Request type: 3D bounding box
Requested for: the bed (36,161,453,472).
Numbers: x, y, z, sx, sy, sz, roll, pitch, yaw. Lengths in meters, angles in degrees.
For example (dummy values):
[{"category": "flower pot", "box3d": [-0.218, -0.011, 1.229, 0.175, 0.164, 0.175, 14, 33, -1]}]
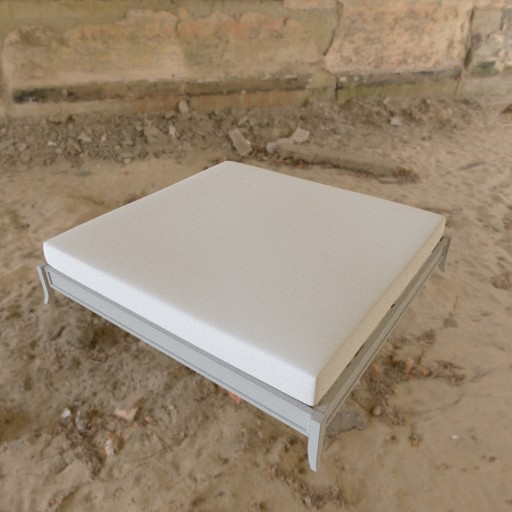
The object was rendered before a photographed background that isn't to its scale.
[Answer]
[{"category": "bed", "box3d": [0.000, 0.000, 3.054, 2.108, 0.510, 2.007, 21, 37, 30]}]
